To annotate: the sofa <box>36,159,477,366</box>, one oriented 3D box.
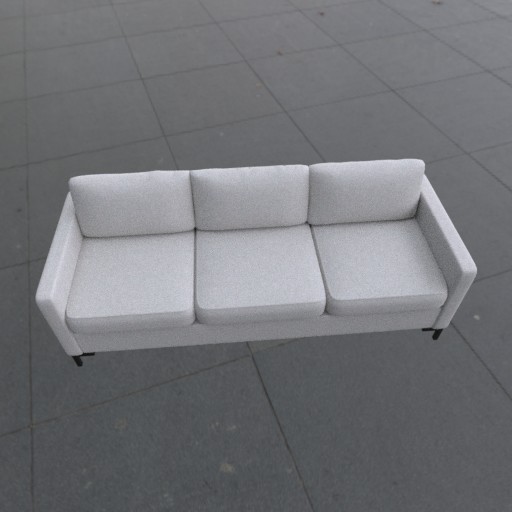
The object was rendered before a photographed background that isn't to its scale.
[{"bbox_3d":[0.000,0.000,2.623,2.218,0.874,0.859,-4,47,-3],"label":"sofa"}]
